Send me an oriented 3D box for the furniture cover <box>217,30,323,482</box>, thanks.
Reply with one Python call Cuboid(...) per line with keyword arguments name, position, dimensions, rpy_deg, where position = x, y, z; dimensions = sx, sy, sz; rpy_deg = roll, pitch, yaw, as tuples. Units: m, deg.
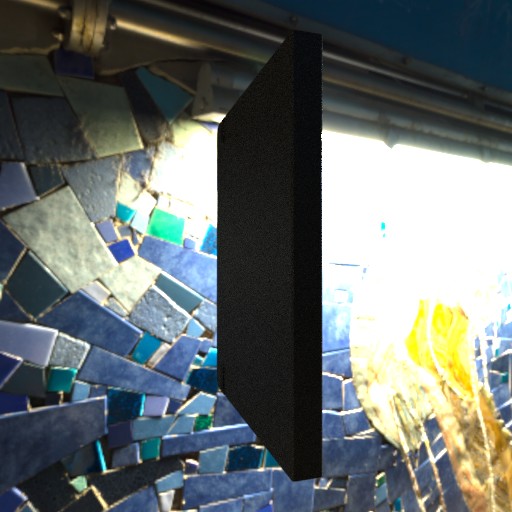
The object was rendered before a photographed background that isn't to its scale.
Cuboid(name="furniture cover", position=(0.000, 0.000, 0.380), dimensions=(0.023, 0.281, 0.216), rpy_deg=(0, 0, -18))
